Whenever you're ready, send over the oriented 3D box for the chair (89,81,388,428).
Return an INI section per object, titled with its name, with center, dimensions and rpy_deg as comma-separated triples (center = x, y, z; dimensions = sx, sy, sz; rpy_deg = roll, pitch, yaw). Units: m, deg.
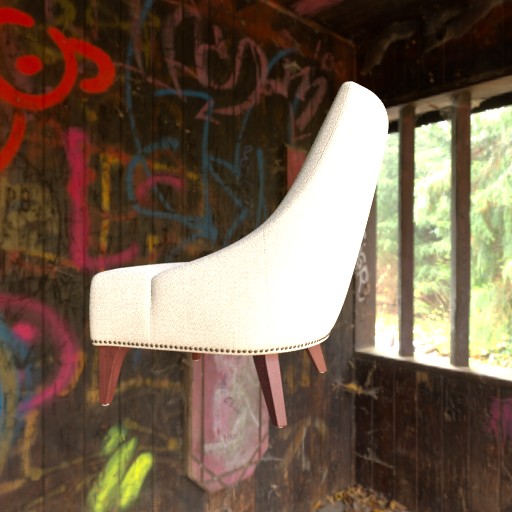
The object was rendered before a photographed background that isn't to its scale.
[chair]
center = 0.000, 0.000, 1.510
dimensions = 0.861, 0.909, 0.701
rpy_deg = 0, 0, 19
